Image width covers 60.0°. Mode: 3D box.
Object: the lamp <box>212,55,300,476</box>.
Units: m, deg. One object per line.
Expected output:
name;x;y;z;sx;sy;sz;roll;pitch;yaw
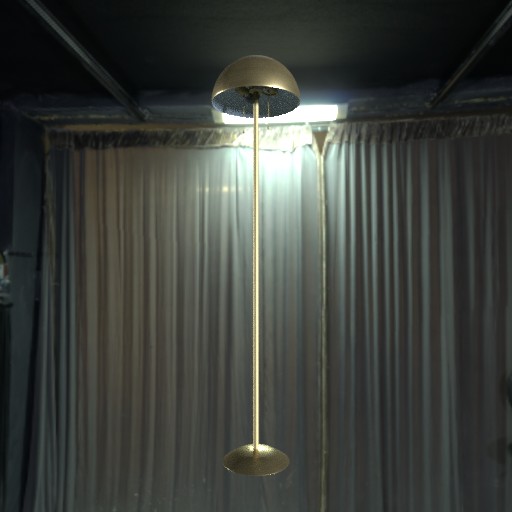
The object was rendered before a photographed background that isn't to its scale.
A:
lamp;0.000;0.000;1.628;0.328;1.480;0.328;0;-2;0
